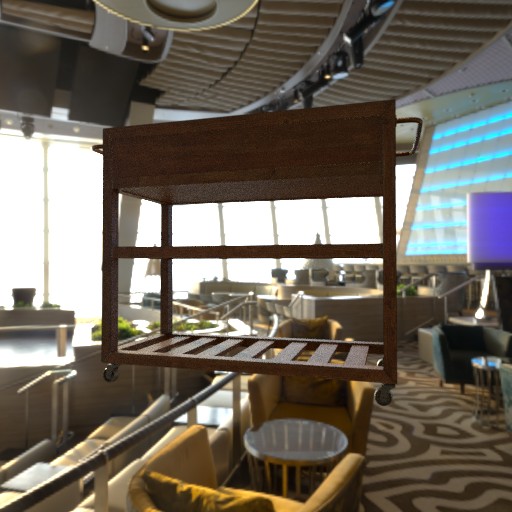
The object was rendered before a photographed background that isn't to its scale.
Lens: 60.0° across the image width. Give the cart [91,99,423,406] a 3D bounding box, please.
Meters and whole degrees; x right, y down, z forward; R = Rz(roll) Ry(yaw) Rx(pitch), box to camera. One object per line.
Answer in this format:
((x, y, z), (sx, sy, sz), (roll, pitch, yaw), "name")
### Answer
((0.000, 0.000, 1.525), (1.065, 0.830, 0.445), (0, -1, 16), "cart")
